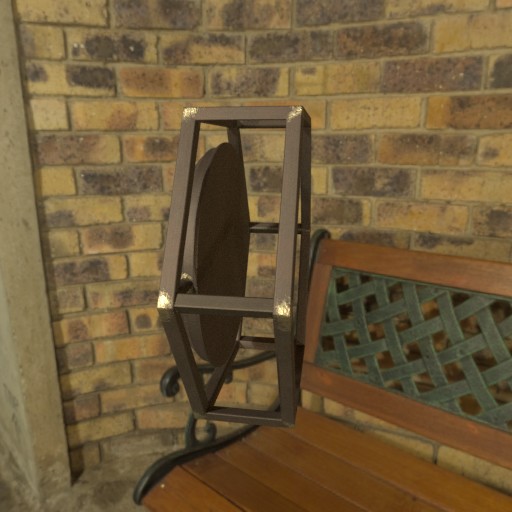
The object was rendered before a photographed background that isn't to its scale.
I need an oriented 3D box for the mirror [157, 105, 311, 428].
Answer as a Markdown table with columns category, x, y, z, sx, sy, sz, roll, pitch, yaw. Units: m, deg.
| category | x | y | z | sx | sy | sz | roll | pitch | yaw |
| --- | --- | --- | --- | --- | --- | --- | --- | --- | --- |
| mirror | 0.000 | 0.000 | 0.545 | 0.119 | 0.334 | 0.380 | 2 | 14 | 9 |
